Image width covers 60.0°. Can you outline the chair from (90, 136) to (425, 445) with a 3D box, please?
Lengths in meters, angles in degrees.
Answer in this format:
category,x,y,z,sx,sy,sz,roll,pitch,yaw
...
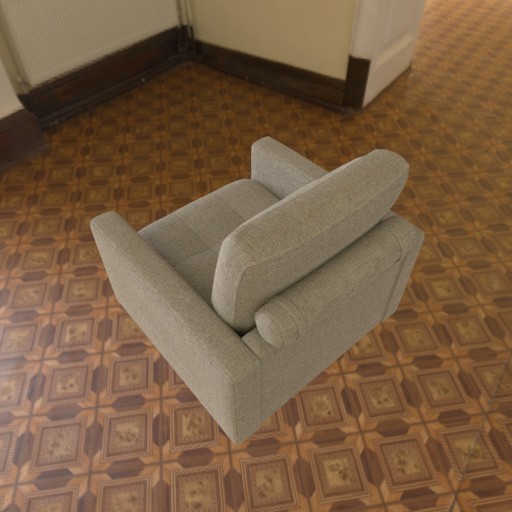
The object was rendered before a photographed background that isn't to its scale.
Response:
category,x,y,z,sx,sy,sz,roll,pitch,yaw
chair,0.000,0.000,1.554,0.821,0.880,0.843,-32,54,-27
